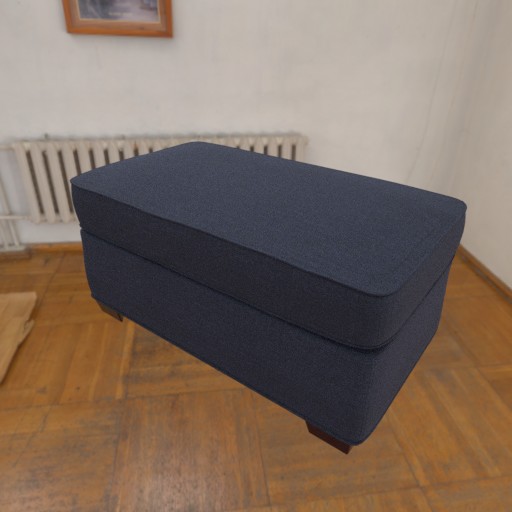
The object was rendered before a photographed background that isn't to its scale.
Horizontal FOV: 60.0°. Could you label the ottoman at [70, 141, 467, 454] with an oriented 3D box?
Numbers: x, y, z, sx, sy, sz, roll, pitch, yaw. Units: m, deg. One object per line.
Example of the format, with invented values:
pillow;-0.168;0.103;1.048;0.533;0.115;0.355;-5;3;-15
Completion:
ottoman;0.000;0.000;1.169;0.895;0.453;0.505;20;35;32
